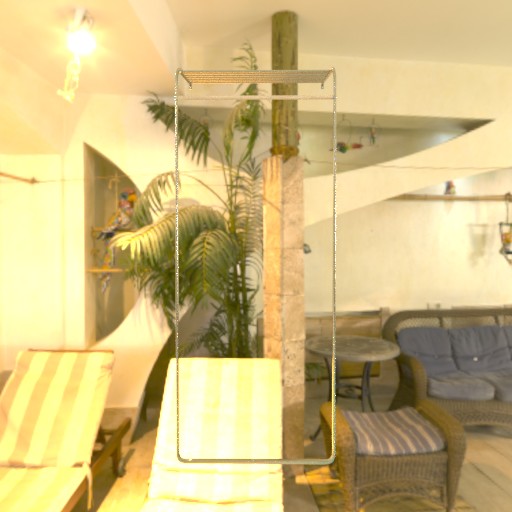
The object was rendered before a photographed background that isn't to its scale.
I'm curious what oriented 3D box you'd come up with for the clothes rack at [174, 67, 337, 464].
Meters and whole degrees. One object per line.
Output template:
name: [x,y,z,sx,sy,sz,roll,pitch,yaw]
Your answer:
clothes rack: [0.000,0.000,1.839,0.609,1.574,0.349,0,1,1]
